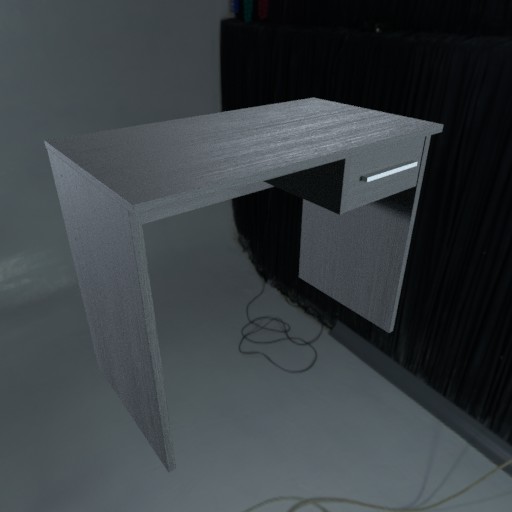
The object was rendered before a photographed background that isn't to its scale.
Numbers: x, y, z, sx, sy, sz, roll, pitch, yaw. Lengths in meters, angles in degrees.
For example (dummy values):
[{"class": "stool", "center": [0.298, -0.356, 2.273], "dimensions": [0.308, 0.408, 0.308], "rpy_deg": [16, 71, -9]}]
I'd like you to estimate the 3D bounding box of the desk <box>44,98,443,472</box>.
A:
[{"class": "desk", "center": [0.000, 0.000, 1.303], "dimensions": [0.893, 0.724, 0.498], "rpy_deg": [-21, 36, -32]}]
